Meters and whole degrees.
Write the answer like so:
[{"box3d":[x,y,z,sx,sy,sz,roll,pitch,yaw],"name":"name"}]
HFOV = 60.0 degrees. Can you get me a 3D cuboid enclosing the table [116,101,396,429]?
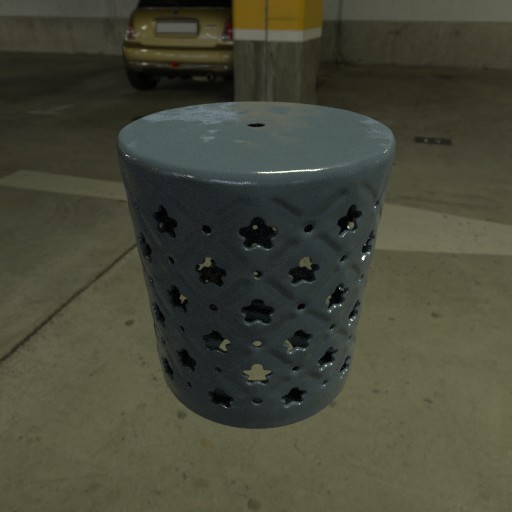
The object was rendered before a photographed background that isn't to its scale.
[{"box3d":[0.000,0.000,0.663,0.352,0.387,0.352,0,30,0],"name":"table"}]
